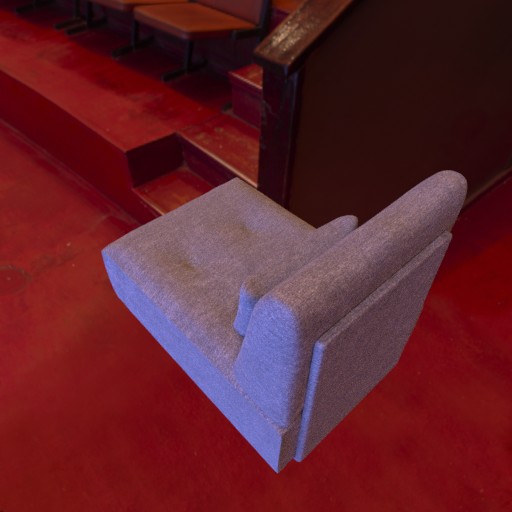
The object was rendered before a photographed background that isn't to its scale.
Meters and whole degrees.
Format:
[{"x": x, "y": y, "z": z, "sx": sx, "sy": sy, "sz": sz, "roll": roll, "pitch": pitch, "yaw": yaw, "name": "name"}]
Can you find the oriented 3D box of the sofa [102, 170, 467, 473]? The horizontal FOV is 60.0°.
[{"x": 0.000, "y": 0.000, "z": 1.517, "sx": 0.700, "sy": 0.820, "sz": 1.000, "roll": -33, "pitch": 54, "yaw": -28, "name": "sofa"}]
